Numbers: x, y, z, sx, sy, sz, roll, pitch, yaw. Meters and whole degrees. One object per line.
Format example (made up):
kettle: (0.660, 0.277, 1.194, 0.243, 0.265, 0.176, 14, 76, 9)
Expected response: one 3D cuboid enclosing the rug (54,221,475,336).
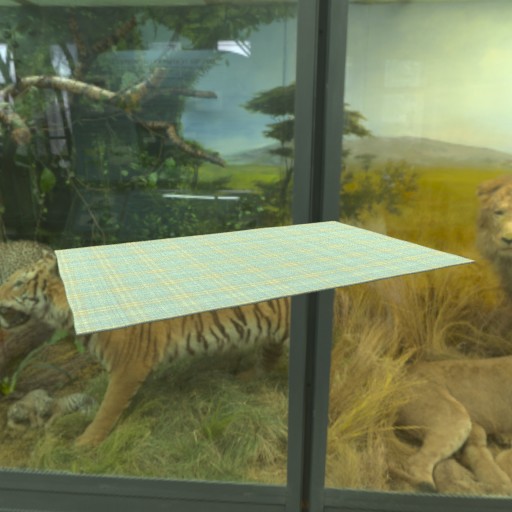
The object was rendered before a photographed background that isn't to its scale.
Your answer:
rug: (0.000, 0.000, 3.038, 2.460, 0.016, 1.545, -8, 17, -26)
